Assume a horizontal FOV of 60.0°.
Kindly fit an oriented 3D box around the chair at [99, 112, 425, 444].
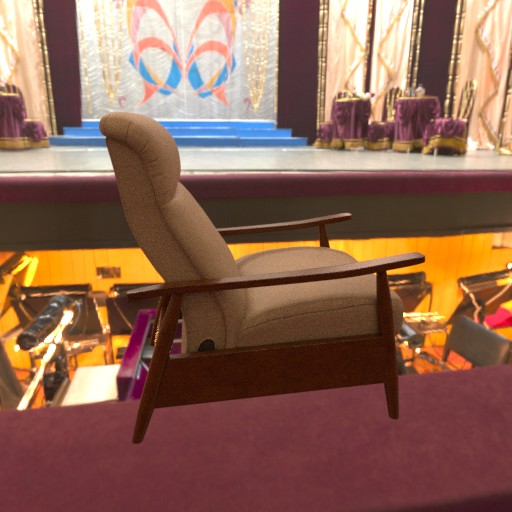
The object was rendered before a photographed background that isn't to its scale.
[{"bbox_3d":[0.000,0.000,1.770,1.030,1.082,0.762,-2,17,-8],"label":"chair"}]
